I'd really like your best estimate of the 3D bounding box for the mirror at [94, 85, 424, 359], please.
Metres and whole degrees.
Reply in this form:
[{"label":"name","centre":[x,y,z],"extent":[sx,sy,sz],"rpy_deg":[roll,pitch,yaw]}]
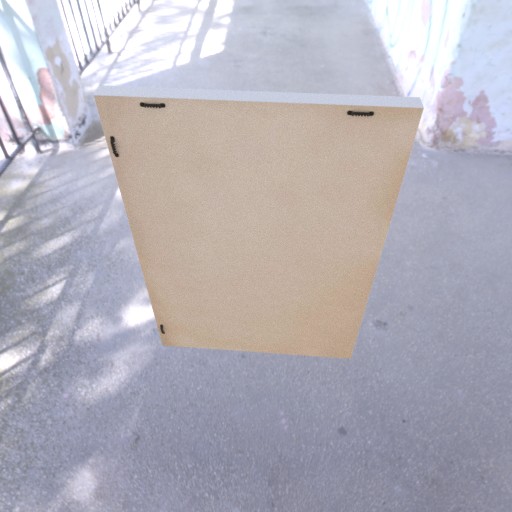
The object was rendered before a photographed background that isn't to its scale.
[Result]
[{"label":"mirror","centre":[0.000,0.000,0.943],"extent":[0.507,0.710,0.039],"rpy_deg":[3,46,3]}]
